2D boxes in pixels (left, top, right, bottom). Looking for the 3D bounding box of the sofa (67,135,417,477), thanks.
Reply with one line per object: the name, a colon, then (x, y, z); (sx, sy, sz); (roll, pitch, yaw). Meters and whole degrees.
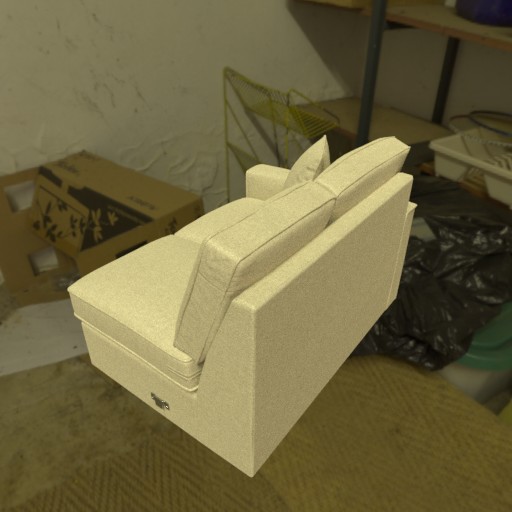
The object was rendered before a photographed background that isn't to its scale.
sofa: (0.000, 0.000, 2.058); (0.991, 0.989, 1.388); (21, 37, 31)
